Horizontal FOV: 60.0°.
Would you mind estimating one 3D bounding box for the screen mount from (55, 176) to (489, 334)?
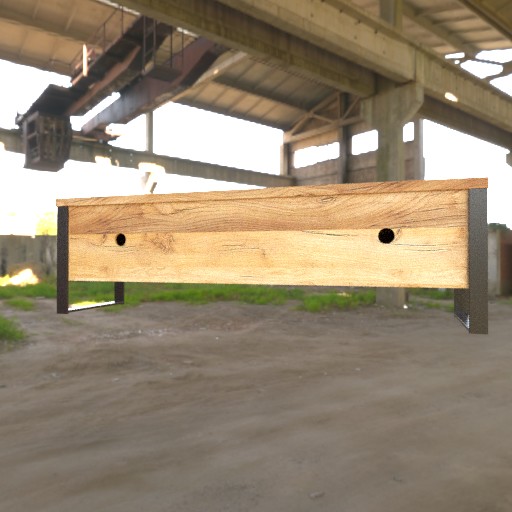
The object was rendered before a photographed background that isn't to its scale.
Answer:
[{"bbox_3d":[0.000,0.000,1.684,1.524,0.450,0.395,0,0,18],"label":"screen mount"}]
